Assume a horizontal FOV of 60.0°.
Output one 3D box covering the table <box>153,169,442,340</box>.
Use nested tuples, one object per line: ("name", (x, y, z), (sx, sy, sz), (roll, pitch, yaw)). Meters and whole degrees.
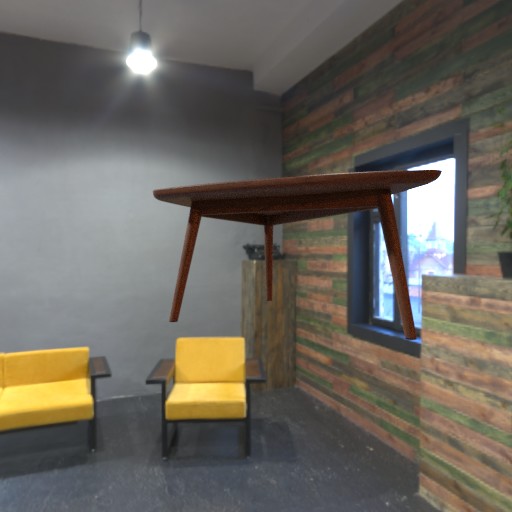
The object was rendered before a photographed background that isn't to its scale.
("table", (0.000, 0.000, 1.319), (0.601, 0.365, 1.008), (0, 0, -20))
